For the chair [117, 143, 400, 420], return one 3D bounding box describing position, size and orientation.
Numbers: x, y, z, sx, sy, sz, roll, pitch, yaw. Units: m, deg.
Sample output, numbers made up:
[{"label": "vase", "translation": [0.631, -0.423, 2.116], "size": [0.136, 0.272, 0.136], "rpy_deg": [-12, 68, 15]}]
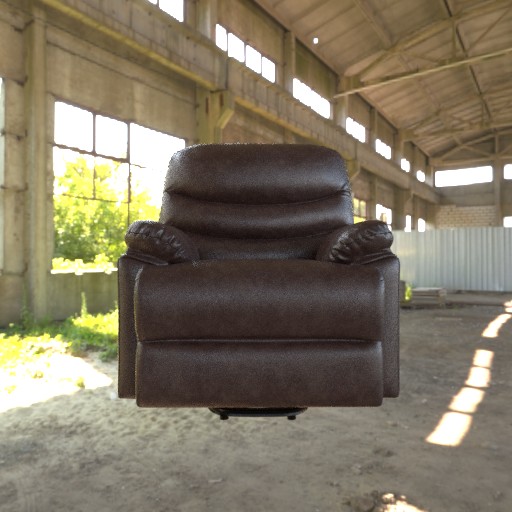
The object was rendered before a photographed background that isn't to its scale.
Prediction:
[{"label": "chair", "translation": [0.000, 0.000, 1.747], "size": [0.940, 1.041, 0.879], "rpy_deg": [0, -1, -1]}]
